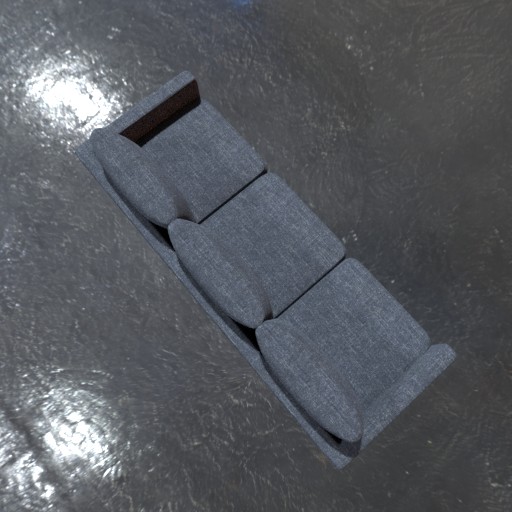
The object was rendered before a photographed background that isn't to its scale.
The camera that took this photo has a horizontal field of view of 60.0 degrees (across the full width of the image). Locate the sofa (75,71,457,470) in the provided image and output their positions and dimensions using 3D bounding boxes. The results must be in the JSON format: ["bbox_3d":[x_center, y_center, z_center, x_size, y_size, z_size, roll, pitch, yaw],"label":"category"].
[{"bbox_3d":[0.000,0.000,2.589,0.859,0.874,2.218,-40,79,-9],"label":"sofa"}]
